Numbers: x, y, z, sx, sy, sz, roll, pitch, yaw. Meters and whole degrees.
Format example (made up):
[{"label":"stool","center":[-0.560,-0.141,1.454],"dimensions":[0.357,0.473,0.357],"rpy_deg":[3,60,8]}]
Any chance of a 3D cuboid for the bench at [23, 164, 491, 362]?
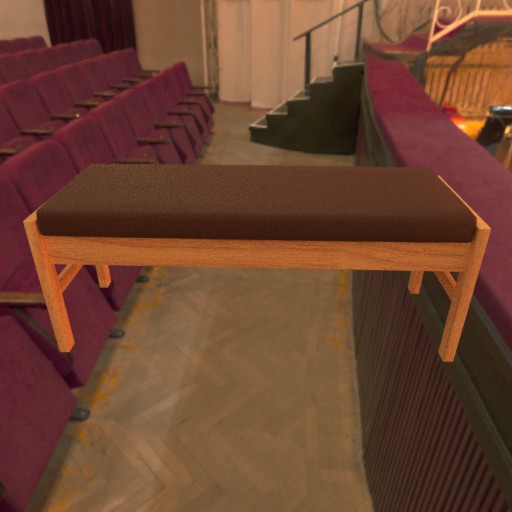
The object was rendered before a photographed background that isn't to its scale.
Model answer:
[{"label":"bench","center":[0.000,0.000,1.410],"dimensions":[1.200,0.480,0.405],"rpy_deg":[1,29,2]}]
